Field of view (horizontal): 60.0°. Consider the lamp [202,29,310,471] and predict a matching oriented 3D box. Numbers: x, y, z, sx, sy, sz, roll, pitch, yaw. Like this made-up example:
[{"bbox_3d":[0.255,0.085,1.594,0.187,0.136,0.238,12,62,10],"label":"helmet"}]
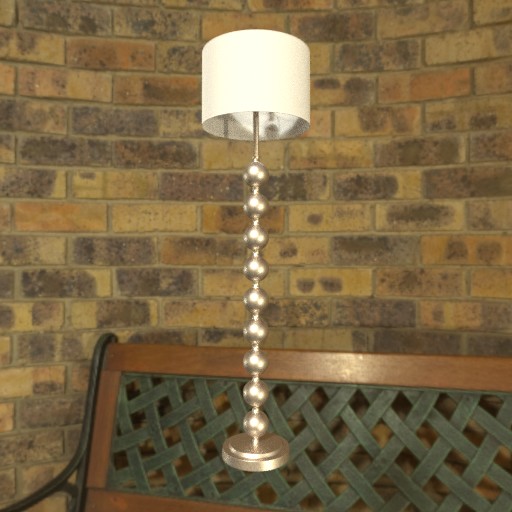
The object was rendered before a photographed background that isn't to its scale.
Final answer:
[{"bbox_3d":[0.000,0.000,1.631,0.394,1.474,0.394,0,1,-18],"label":"lamp"}]
